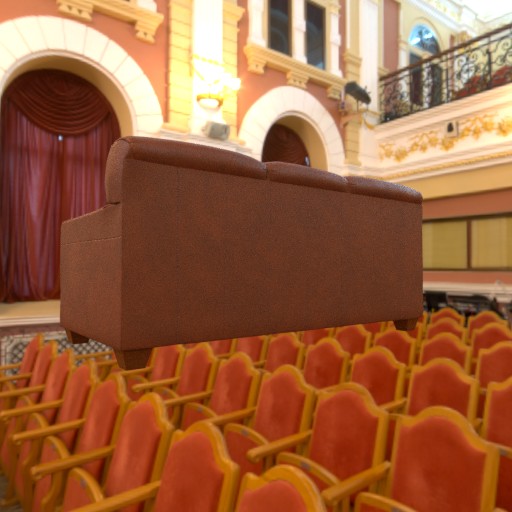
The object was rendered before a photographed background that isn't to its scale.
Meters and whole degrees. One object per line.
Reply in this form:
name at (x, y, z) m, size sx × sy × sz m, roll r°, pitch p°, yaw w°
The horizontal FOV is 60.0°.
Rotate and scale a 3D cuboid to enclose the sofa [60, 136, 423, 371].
sofa at (0.000, 0.000, 2.660) m, size 2.039 × 0.953 × 1.008 m, roll 1°, pitch -2°, yaw -37°
